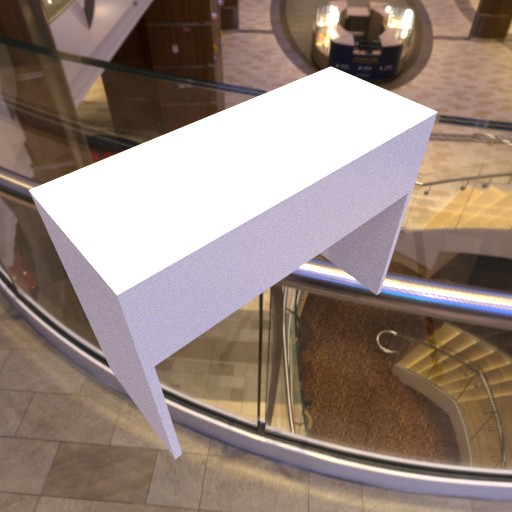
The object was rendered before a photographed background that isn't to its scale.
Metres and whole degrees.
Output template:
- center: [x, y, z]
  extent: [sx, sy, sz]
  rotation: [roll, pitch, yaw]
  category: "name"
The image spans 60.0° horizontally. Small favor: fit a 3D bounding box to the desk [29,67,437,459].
- center: [0.000, 0.000, 1.399]
  extent: [1.000, 0.790, 0.400]
  rotation: [-32, 54, -27]
  category: "desk"
